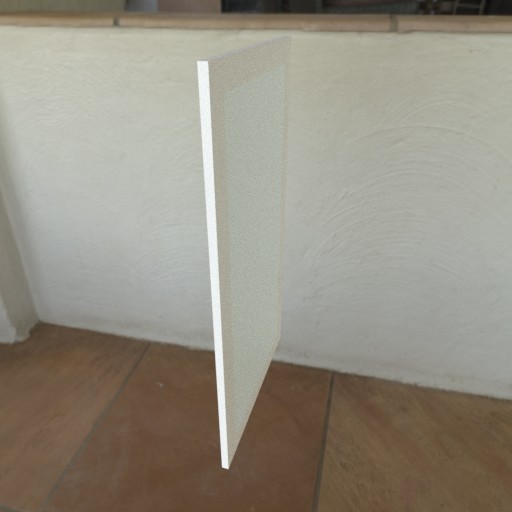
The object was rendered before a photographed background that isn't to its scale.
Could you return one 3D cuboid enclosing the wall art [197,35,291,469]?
[{"bbox_3d":[0.000,0.000,0.792,0.013,0.683,0.380,9,31,15],"label":"wall art"}]
